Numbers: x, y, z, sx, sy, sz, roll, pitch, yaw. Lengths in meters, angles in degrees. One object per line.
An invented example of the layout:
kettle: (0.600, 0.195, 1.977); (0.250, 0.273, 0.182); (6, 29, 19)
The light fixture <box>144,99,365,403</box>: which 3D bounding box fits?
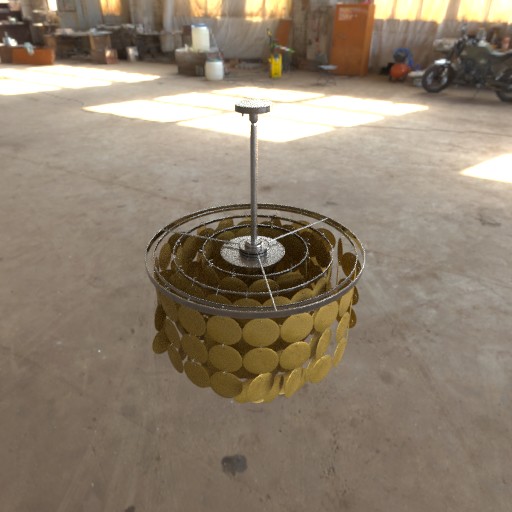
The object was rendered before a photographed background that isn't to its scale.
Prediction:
light fixture: (0.000, 0.000, 0.737); (0.368, 0.492, 0.368); (0, 30, 0)
